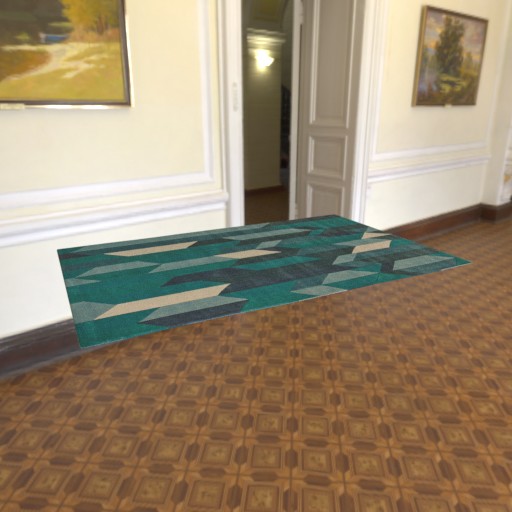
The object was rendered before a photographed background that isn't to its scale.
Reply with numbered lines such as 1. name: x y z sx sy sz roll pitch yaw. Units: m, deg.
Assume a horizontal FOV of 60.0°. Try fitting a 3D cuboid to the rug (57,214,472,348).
1. rug: 0.000 0.000 3.030 2.420 0.005 1.528 -9 21 -25
